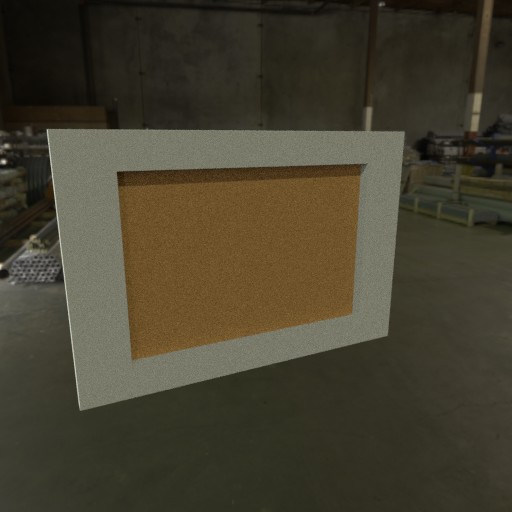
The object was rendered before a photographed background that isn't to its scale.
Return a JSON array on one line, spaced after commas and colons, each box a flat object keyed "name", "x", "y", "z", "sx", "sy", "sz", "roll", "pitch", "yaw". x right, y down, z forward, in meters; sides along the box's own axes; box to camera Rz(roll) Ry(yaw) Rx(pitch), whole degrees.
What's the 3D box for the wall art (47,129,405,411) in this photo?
[{"name": "wall art", "x": 0.000, "y": 0.000, "z": 1.135, "sx": 0.906, "sy": 0.617, "sz": 0.033, "roll": -7, "pitch": 17, "yaw": -25}]
